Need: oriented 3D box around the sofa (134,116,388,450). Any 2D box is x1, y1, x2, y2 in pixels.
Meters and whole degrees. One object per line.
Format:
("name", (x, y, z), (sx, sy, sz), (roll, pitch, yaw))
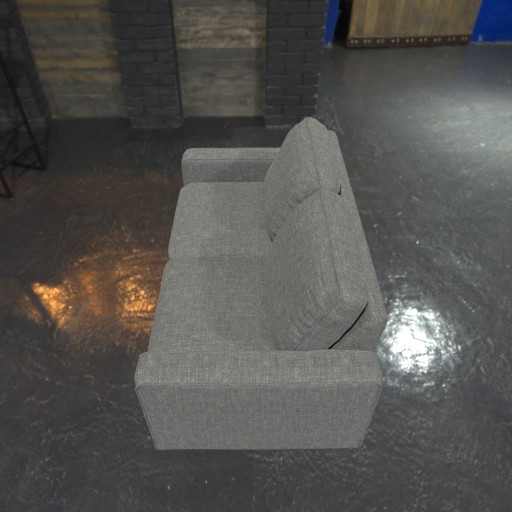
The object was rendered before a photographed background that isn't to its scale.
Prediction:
("sofa", (0.000, 0.000, 2.323), (0.947, 0.918, 1.709), (0, 43, 0))
